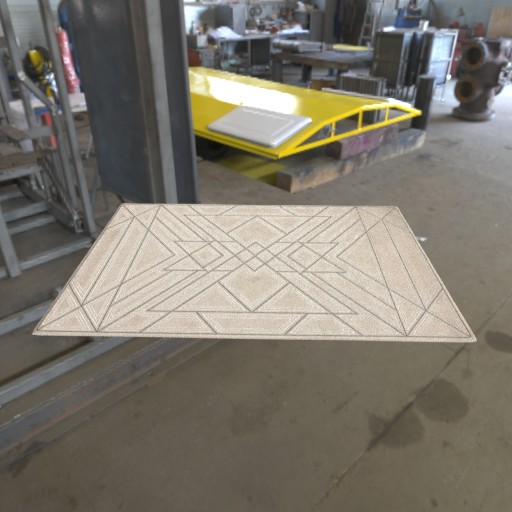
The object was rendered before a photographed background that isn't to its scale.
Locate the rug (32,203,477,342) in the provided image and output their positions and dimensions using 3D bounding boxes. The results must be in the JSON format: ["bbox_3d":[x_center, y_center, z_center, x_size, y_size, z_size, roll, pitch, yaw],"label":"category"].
[{"bbox_3d":[0.000,0.000,4.394,3.381,0.026,2.436,1,31,1],"label":"rug"}]
